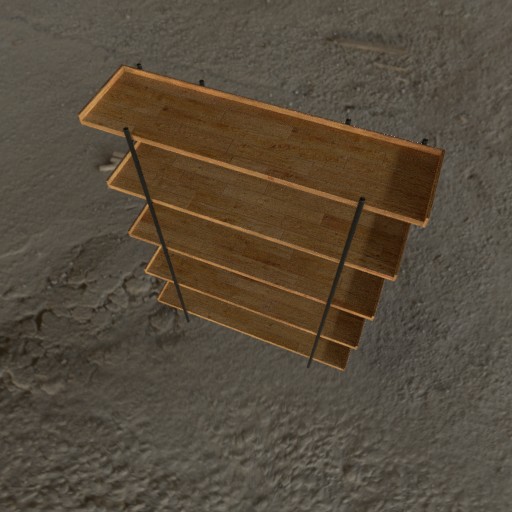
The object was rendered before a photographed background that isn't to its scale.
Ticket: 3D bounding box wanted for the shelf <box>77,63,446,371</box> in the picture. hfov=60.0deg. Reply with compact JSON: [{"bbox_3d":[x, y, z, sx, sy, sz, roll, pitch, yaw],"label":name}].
[{"bbox_3d":[0.000,0.000,2.450,1.371,1.826,0.379,19,60,11],"label":"shelf"}]
